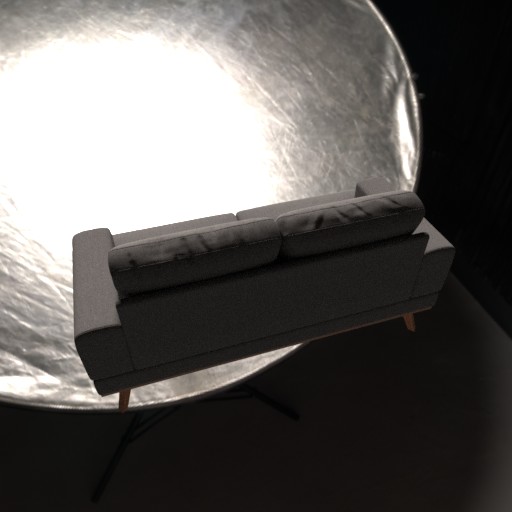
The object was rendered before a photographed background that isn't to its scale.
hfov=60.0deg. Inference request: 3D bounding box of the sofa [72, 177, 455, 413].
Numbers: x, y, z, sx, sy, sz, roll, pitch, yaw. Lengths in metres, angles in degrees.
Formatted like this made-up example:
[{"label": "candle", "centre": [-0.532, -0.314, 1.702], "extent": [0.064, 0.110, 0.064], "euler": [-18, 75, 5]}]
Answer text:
[{"label": "sofa", "centre": [0.000, 0.000, 2.136], "extent": [1.650, 0.810, 0.785], "euler": [-12, 43, -13]}]
